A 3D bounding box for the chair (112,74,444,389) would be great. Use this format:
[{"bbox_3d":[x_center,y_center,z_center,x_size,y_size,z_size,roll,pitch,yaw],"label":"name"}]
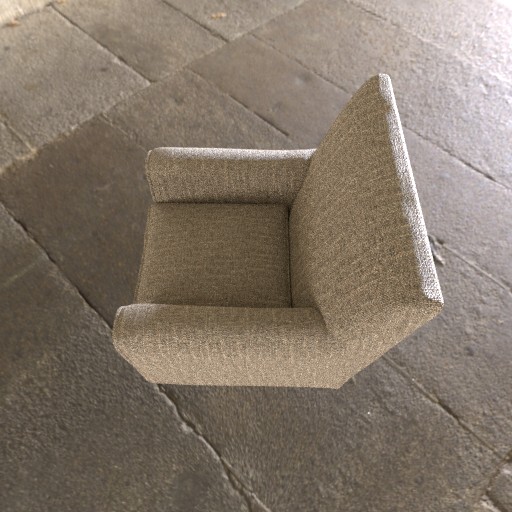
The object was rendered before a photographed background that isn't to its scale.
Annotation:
[{"bbox_3d":[0.000,0.000,1.622,0.873,0.928,0.864,0,58,0],"label":"chair"}]
